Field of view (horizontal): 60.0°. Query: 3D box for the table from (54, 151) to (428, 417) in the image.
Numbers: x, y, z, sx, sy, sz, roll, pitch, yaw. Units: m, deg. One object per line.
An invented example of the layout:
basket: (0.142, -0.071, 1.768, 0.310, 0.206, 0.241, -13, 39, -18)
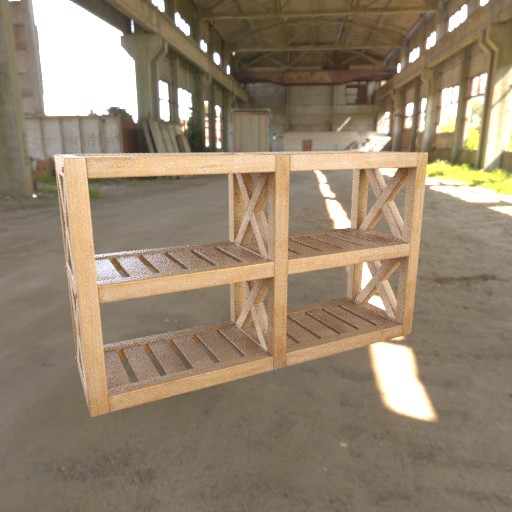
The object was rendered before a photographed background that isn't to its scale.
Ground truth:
table: (0.000, 0.000, 1.687, 1.320, 0.762, 0.381, -7, 16, -26)
